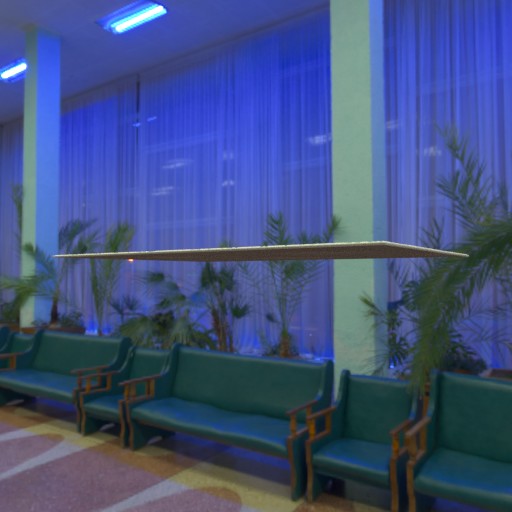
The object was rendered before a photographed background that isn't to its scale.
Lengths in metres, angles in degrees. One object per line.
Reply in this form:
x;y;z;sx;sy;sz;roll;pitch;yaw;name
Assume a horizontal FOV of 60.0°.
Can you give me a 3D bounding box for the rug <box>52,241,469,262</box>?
0.000;0.000;3.498;2.746;0.018;1.819;-2;-3;36;rug
